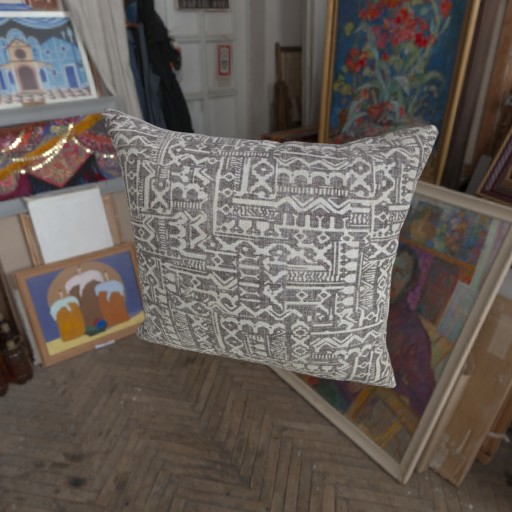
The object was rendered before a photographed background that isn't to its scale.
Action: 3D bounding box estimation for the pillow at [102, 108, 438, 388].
[{"bbox_3d":[0.000,0.000,0.791,0.546,0.487,0.180,8,29,15],"label":"pillow"}]
